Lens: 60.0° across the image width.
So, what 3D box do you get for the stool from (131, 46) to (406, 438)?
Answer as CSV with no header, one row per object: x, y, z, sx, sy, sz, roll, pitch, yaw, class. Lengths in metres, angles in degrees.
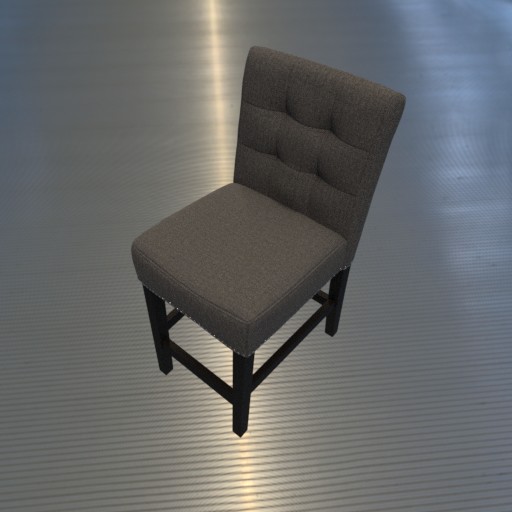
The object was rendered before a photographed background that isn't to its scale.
0.000,0.000,1.222,0.427,0.885,0.571,31,54,26,stool
